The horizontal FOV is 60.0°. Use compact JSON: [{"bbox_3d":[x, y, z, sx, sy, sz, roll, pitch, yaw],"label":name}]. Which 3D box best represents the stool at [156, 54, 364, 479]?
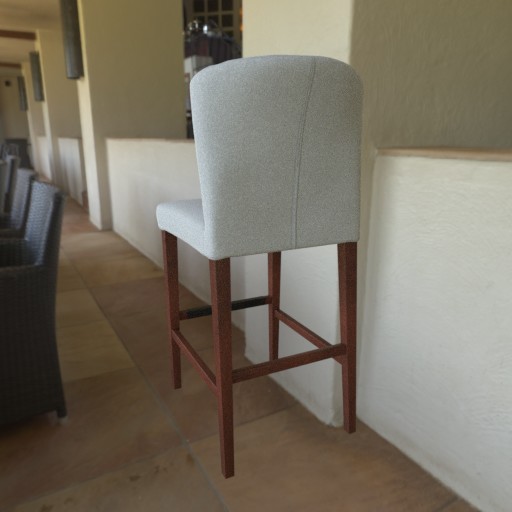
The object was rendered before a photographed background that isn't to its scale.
[{"bbox_3d":[0.000,0.000,1.368,0.479,1.069,0.568,-8,17,-26],"label":"stool"}]
